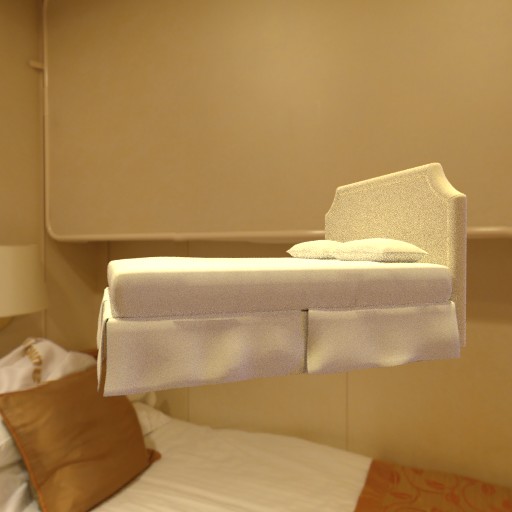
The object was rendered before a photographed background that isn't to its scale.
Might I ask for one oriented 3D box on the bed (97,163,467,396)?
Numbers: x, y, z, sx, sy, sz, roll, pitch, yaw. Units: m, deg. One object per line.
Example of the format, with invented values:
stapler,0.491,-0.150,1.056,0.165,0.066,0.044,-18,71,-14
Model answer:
bed,0.000,0.000,4.076,2.773,1.590,2.350,0,1,-19
